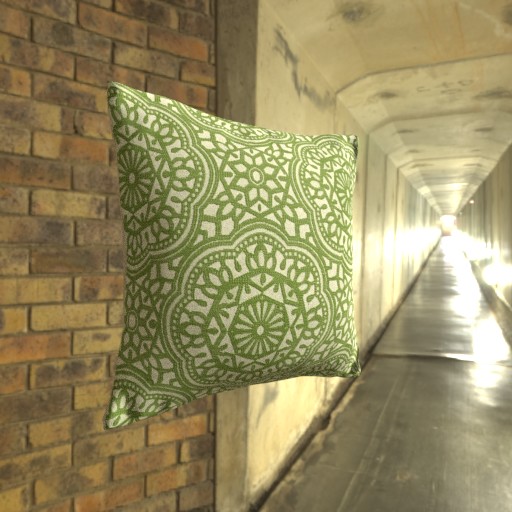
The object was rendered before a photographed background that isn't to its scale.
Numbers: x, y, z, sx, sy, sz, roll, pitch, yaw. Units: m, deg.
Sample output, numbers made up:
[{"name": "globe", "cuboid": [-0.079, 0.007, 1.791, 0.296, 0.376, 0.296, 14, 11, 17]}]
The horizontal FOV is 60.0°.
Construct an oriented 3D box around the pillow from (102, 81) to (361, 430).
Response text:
[{"name": "pillow", "cuboid": [0.000, 0.000, 0.651, 0.440, 0.419, 0.162, 0, 0, -35]}]
